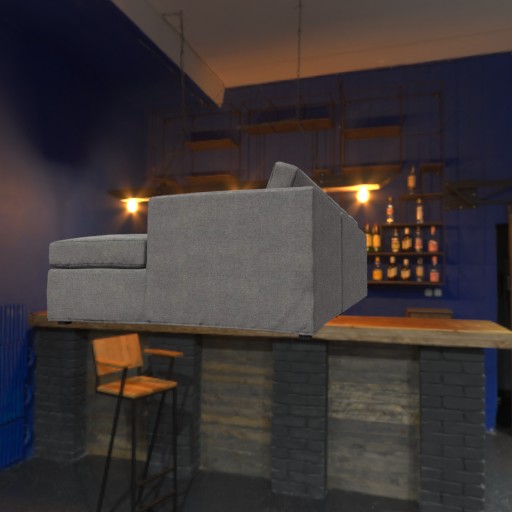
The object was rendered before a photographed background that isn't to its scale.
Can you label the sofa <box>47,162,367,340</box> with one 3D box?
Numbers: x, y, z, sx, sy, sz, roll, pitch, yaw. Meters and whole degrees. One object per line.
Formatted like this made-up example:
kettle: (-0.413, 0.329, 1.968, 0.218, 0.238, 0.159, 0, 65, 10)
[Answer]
sofa: (0.000, 0.000, 3.871, 1.650, 0.922, 3.205, -1, -2, 18)
